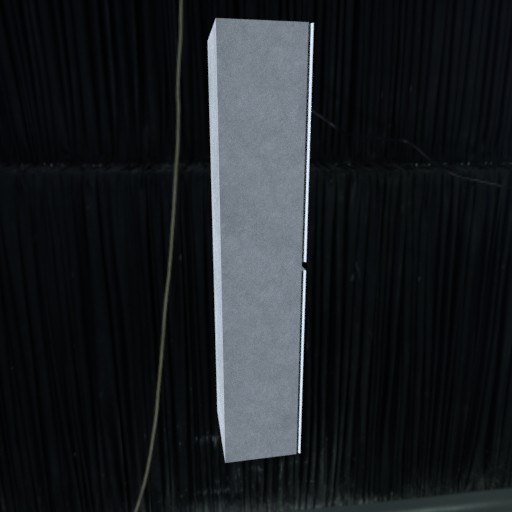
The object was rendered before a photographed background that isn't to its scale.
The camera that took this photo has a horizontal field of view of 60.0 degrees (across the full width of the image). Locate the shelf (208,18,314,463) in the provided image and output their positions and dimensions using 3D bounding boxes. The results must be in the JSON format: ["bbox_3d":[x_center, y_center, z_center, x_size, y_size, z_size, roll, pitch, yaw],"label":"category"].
[{"bbox_3d":[0.000,0.000,1.524,0.270,1.400,0.300,-3,16,-10],"label":"shelf"}]
